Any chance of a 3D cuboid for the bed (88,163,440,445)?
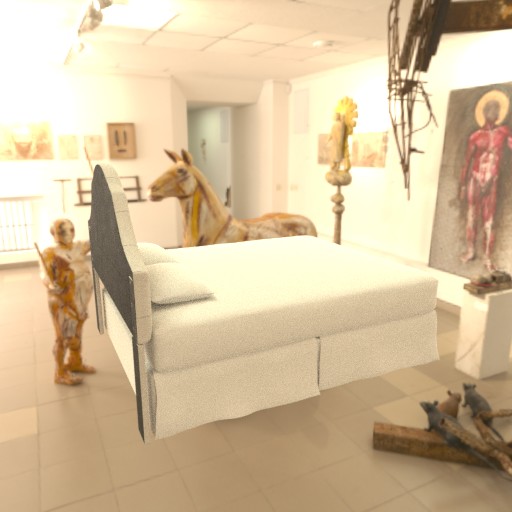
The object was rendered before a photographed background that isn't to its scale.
[{"bbox_3d":[0.000,0.000,3.832,2.477,1.617,2.039,-7,16,-26],"label":"bed"}]
